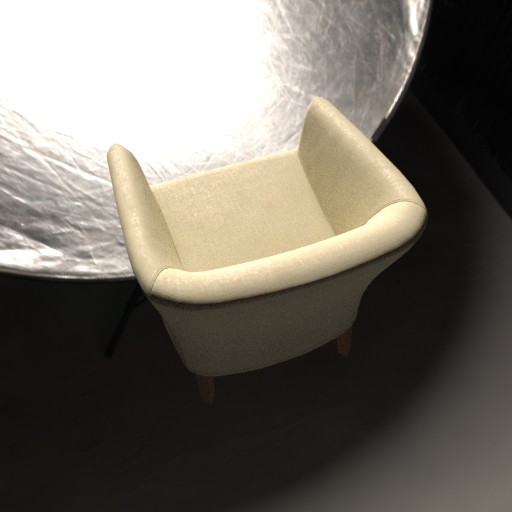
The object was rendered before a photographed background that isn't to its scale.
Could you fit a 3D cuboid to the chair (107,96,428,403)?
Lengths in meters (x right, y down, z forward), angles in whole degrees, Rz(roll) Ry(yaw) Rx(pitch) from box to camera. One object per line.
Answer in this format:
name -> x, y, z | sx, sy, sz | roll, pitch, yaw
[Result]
chair -> 0.000, 0.000, 1.292 | 0.643, 0.822, 0.657 | -16, 59, -10
